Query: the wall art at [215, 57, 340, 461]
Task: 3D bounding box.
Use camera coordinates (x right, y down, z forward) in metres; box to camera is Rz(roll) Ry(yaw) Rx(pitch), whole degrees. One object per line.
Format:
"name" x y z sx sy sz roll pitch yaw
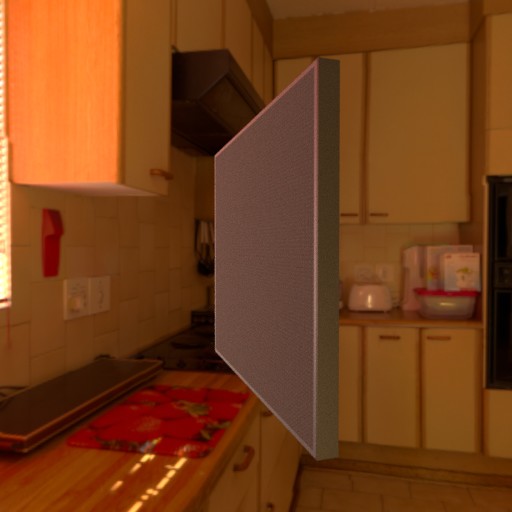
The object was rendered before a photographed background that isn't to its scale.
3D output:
"wall art" 0.000 0.000 0.772 0.029 0.458 0.559 0 1 -17
